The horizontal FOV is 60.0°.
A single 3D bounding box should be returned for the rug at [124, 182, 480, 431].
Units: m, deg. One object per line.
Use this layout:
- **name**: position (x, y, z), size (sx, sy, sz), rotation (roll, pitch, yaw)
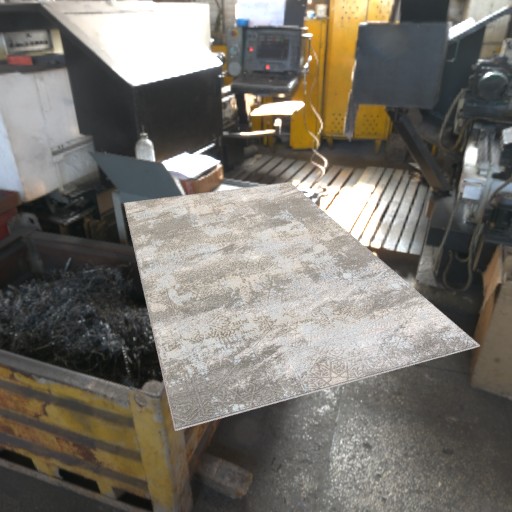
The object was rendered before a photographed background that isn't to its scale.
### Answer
- **rug**: position (0.000, 0.000, 2.997), size (1.536, 0.012, 2.431), rotation (-10, 32, -16)
